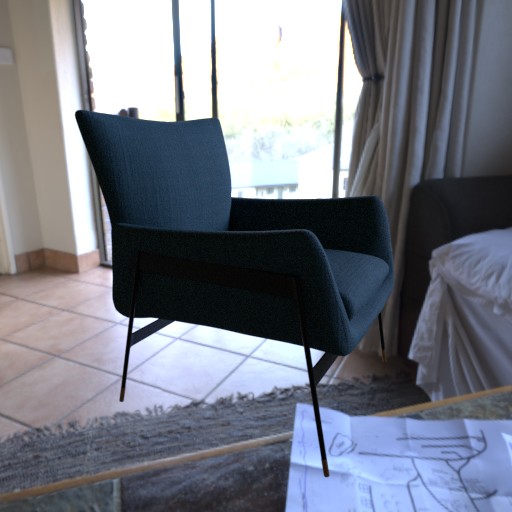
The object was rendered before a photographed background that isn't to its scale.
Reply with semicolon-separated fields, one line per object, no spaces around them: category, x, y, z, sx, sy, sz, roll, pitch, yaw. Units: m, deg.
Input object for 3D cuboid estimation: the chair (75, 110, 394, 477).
chair;0.000;0.000;1.387;0.769;0.859;0.678;8;17;27
